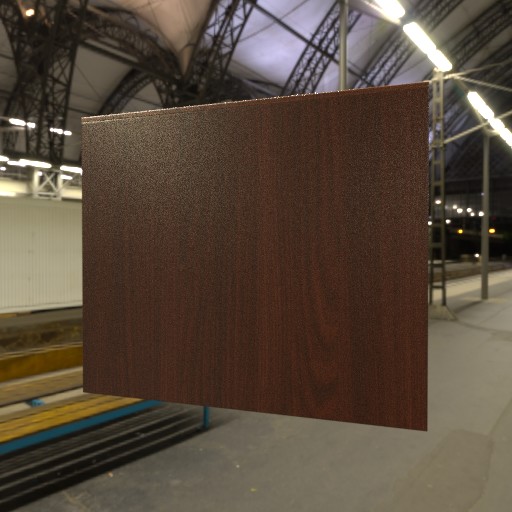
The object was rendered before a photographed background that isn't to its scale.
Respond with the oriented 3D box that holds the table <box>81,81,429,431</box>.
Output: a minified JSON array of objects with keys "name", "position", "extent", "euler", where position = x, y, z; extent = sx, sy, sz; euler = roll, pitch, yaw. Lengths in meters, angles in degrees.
[{"name":"table","position":[0.000,0.000,1.315],"extent":[0.930,0.790,0.380],"euler":[0,1,17]}]
